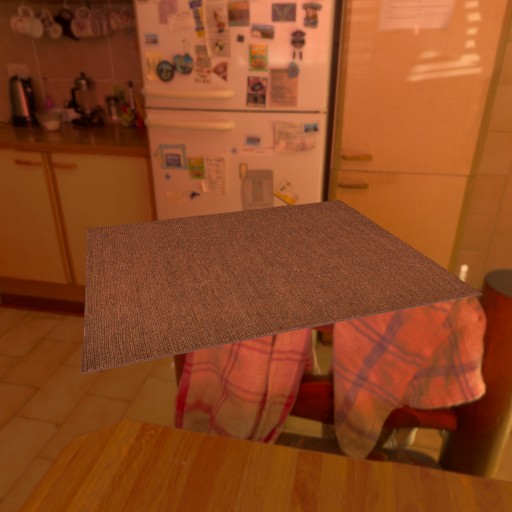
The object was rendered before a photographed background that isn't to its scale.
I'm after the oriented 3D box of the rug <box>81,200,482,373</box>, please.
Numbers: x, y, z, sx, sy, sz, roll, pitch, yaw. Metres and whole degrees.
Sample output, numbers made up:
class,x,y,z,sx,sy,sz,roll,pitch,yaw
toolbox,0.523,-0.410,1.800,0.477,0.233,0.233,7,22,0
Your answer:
class,x,y,z,sx,sy,sz,roll,pitch,yaw
rug,0.000,0.000,4.202,3.068,0.021,2.456,-8,27,-16
